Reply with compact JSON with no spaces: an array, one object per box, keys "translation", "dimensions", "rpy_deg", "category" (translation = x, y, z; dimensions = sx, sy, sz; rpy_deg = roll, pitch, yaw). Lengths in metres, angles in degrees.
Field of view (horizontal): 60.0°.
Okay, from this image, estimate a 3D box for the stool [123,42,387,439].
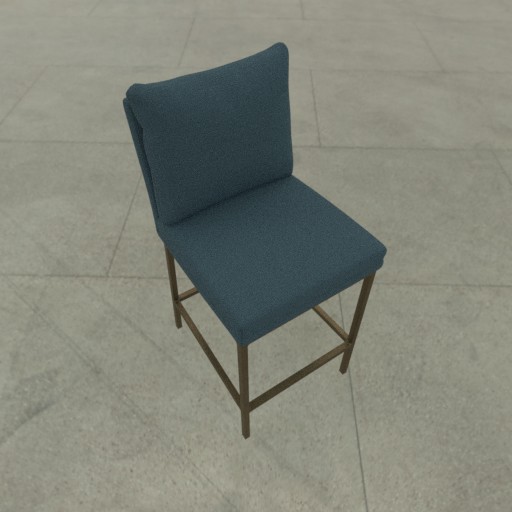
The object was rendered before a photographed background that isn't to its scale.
[{"translation":[0.000,0.000,1.329],"dimensions":[0.463,1.032,0.568],"rpy_deg":[-26,52,-22],"category":"stool"}]
